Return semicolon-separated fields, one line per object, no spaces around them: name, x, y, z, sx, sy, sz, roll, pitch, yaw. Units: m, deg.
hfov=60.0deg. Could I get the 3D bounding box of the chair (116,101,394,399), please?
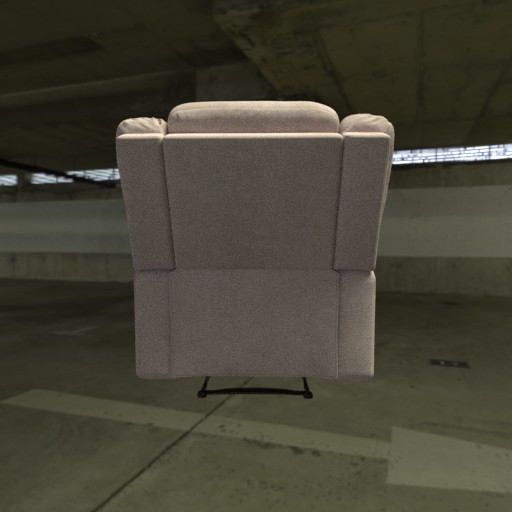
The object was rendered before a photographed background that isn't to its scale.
chair;0.000;0.000;1.749;0.899;1.008;0.944;0;2;1
